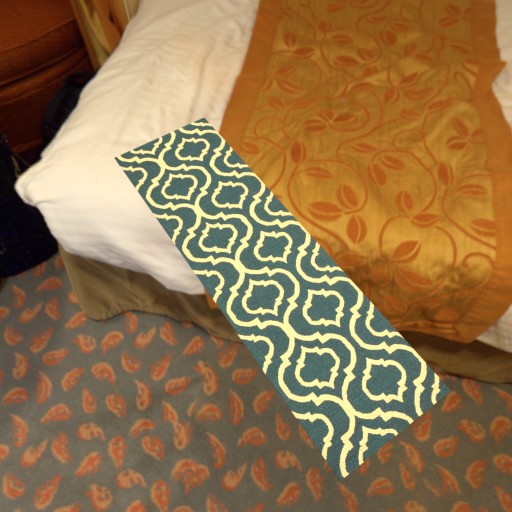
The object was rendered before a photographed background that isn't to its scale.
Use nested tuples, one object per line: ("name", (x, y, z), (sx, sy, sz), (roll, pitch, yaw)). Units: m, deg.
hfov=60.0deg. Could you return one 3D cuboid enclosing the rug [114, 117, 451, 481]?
("rug", (0.000, 0.000, 2.513), (0.685, 0.006, 2.296), (-30, 63, -17))
